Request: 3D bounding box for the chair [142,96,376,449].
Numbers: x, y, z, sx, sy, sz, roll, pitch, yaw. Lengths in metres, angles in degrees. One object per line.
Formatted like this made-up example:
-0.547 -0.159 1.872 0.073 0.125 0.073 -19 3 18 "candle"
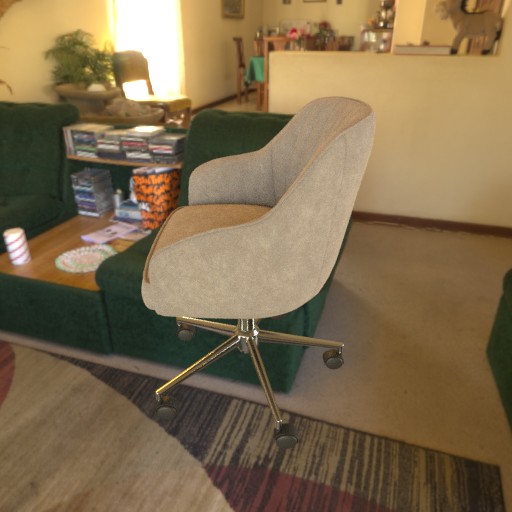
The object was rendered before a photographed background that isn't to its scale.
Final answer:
0.000 0.000 1.268 0.573 0.831 0.635 0 27 0 "chair"
